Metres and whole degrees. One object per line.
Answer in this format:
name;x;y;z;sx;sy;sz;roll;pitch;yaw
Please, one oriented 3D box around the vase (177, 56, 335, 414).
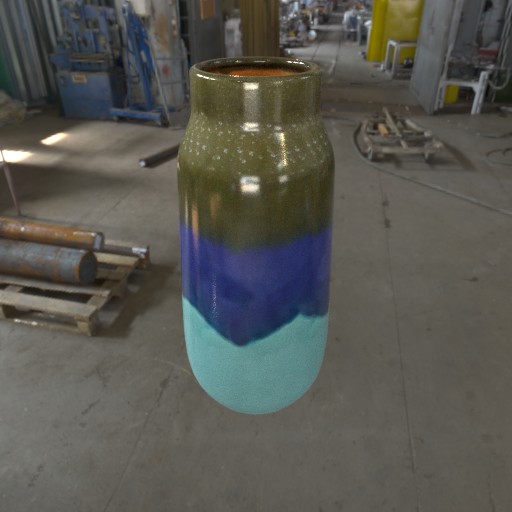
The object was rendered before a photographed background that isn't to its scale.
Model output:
vase;0.000;0.000;0.391;0.139;0.313;0.139;0;32;0
